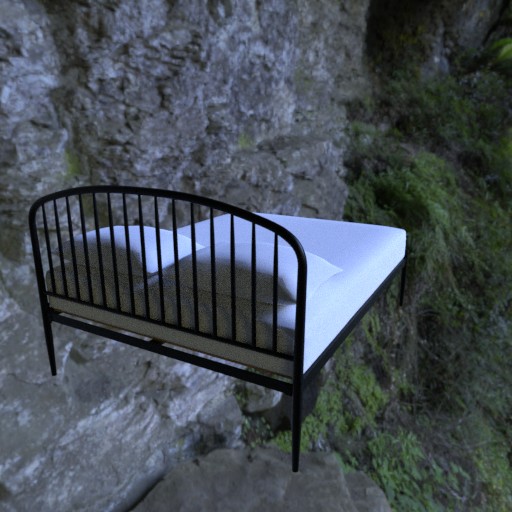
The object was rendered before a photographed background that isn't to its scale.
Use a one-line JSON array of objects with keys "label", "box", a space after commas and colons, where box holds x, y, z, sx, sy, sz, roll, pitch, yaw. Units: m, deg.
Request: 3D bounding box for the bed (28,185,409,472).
[{"label": "bed", "box": [0.000, 0.000, 3.001, 1.618, 1.166, 2.159, 9, 18, 28]}]
